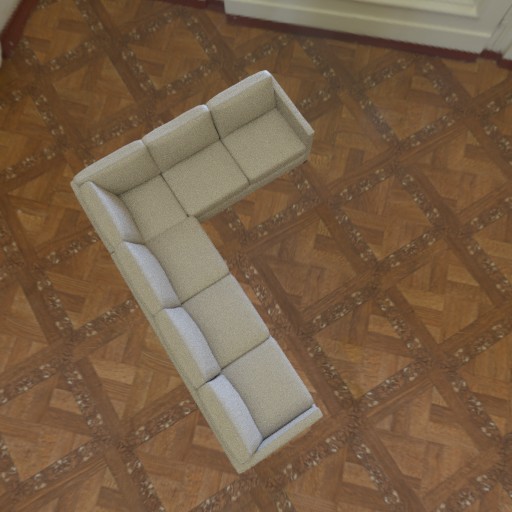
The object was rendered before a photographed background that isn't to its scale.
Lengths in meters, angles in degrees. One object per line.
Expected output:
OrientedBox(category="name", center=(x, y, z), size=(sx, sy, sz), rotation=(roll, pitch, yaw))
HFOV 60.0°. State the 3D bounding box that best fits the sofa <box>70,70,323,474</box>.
OrientedBox(category="sofa", center=(0.000, 0.000, 4.624), size=(2.522, 0.934, 3.333), rotation=(-32, 78, -8))
